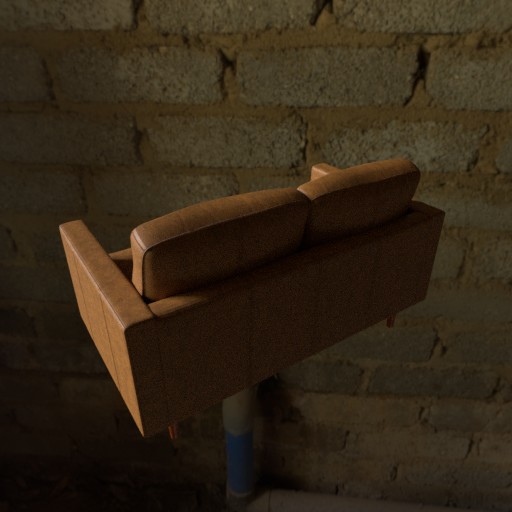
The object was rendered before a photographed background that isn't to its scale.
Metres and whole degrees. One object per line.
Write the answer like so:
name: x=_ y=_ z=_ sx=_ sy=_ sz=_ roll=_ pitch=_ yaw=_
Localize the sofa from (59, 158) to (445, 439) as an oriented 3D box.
sofa: x=0.000 y=0.000 z=2.165 sx=1.578 sy=0.951 sz=0.909 roll=-18 pitch=35 yaw=-29
